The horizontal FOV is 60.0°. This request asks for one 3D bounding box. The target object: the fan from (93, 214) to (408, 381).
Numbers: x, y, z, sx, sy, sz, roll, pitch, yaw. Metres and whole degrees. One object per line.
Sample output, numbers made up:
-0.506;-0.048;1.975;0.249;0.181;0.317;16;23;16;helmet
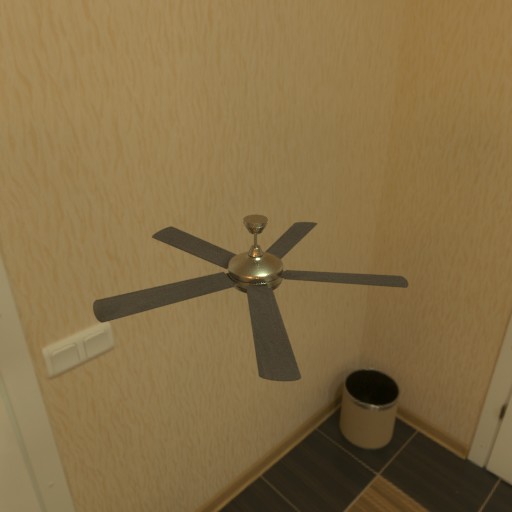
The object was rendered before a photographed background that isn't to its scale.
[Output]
0.000;0.000;1.975;1.321;0.356;1.321;8;28;15;fan
